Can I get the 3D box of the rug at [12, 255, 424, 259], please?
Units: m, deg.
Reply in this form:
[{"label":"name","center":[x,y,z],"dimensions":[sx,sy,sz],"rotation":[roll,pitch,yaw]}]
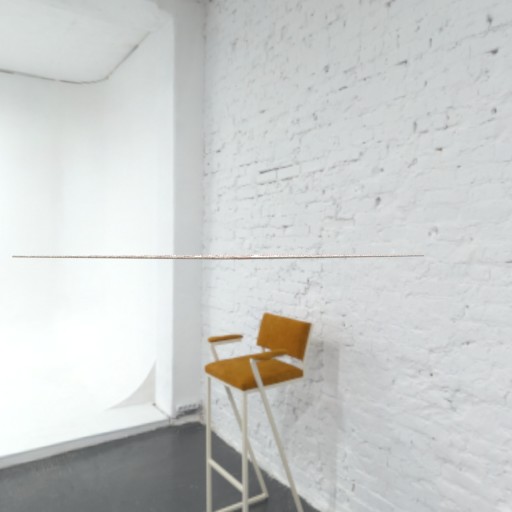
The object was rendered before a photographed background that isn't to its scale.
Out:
[{"label":"rug","center":[0.000,0.000,2.956],"dimensions":[1.545,0.010,2.440],"rotation":[0,0,35]}]
